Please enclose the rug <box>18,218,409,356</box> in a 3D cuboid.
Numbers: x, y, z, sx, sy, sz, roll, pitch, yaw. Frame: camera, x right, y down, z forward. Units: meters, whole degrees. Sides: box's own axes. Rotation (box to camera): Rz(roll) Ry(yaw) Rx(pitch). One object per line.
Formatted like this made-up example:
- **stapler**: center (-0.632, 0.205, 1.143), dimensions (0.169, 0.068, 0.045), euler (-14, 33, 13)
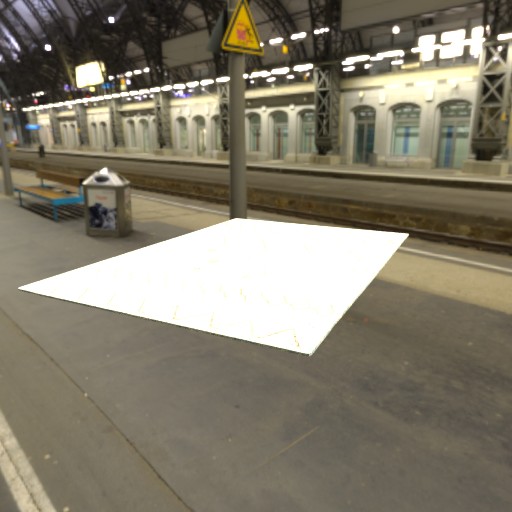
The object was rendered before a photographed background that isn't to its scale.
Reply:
- **rug**: center (0.000, 0.000, 2.307), dimensions (1.260, 0.009, 1.820), euler (7, 17, 26)
